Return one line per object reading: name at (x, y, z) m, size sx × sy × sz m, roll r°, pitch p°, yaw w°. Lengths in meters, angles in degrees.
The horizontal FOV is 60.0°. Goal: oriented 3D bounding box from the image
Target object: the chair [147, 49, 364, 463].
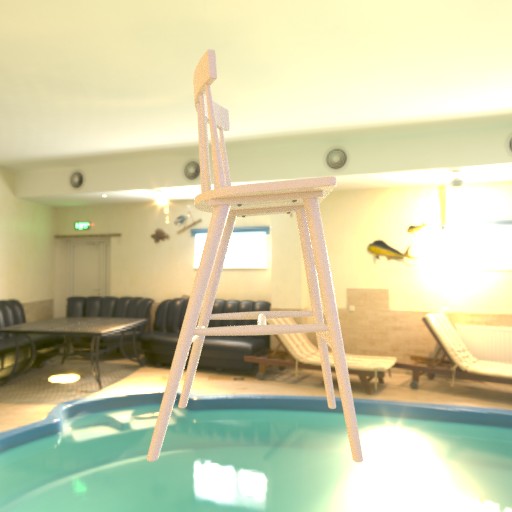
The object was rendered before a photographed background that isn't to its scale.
chair at (0.000, 0.000, 1.399) m, size 0.572 × 1.092 × 0.483 m, roll 0°, pitch -1°, yaw 1°
